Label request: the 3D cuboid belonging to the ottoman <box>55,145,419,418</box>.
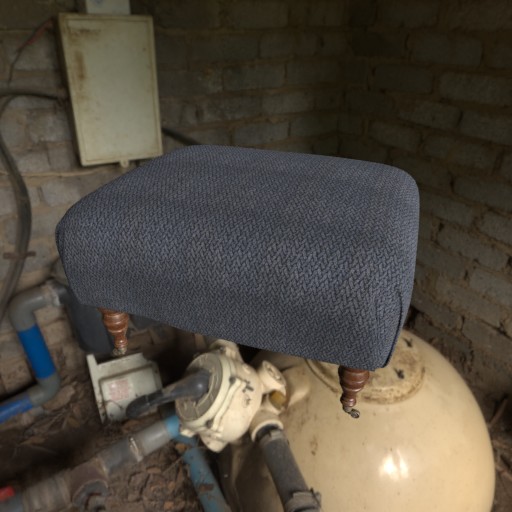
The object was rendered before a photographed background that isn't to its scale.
[{"bbox_3d":[0.000,0.000,1.126,0.747,0.450,0.622,10,30,17],"label":"ottoman"}]
